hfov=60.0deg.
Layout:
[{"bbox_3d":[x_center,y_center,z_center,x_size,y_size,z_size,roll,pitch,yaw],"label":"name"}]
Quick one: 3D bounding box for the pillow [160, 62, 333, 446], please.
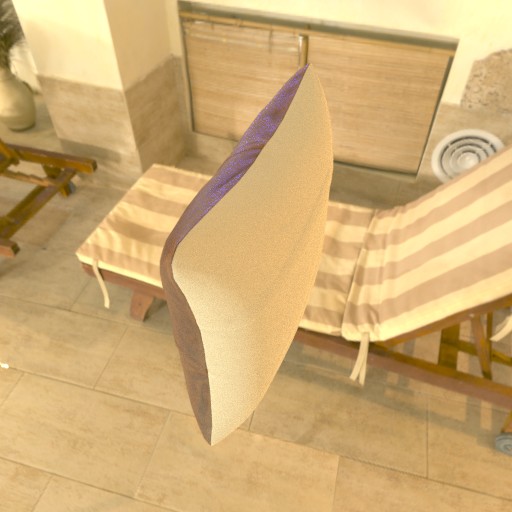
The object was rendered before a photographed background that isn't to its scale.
[{"bbox_3d":[0.000,0.000,0.727,0.192,0.470,0.484,15,48,14],"label":"pillow"}]
